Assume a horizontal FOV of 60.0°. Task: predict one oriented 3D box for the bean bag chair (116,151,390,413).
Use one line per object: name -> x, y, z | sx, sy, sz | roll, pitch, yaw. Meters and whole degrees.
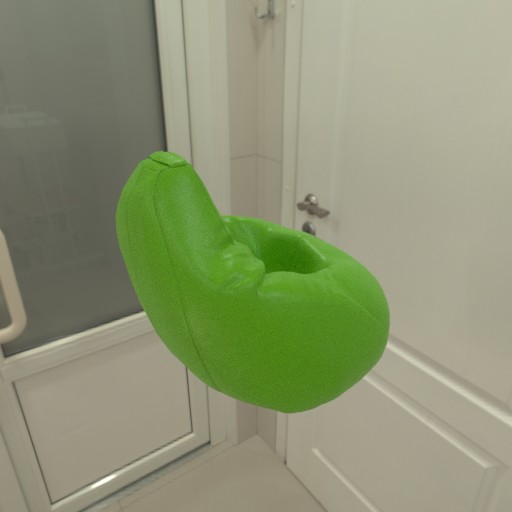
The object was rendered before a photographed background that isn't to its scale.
bean bag chair -> 0.000, 0.000, 1.899 | 1.070, 0.990, 1.070 | -17, 31, -31
